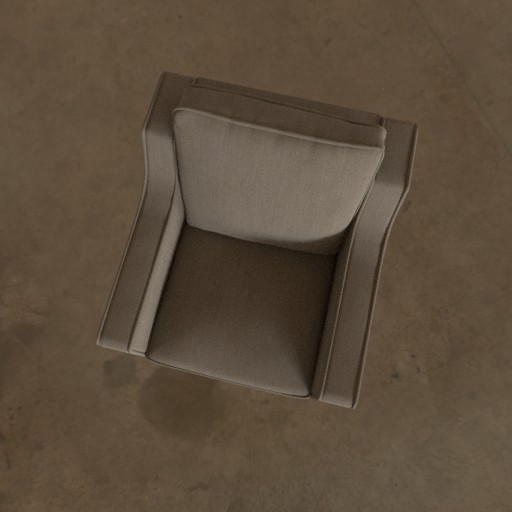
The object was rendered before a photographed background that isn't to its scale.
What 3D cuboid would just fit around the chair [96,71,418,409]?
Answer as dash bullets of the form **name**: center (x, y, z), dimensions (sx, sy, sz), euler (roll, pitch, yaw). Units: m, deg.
- **chair**: center (0.000, 0.000, 1.620), dimensions (0.831, 0.960, 0.909), euler (13, 75, 3)
